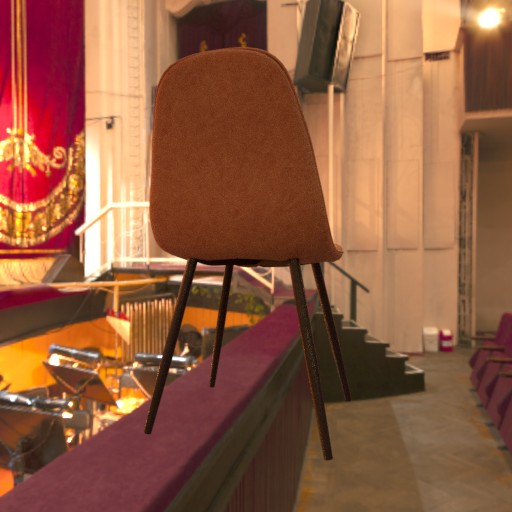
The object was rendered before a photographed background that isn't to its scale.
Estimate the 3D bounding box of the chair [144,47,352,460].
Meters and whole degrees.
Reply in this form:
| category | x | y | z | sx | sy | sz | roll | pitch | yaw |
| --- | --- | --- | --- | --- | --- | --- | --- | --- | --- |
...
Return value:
| category | x | y | z | sx | sy | sz | roll | pitch | yaw |
| --- | --- | --- | --- | --- | --- | --- | --- | --- | --- |
| chair | 0.000 | 0.000 | 1.211 | 0.472 | 0.889 | 0.561 | 0 | 1 | 18 |
